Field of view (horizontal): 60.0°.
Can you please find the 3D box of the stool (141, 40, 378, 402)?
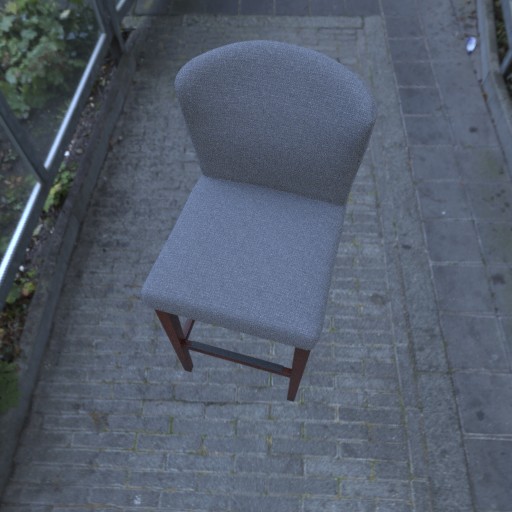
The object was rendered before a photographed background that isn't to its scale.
[{"bbox_3d":[0.000,0.000,1.364,0.486,1.069,0.568,14,59,8],"label":"stool"}]
